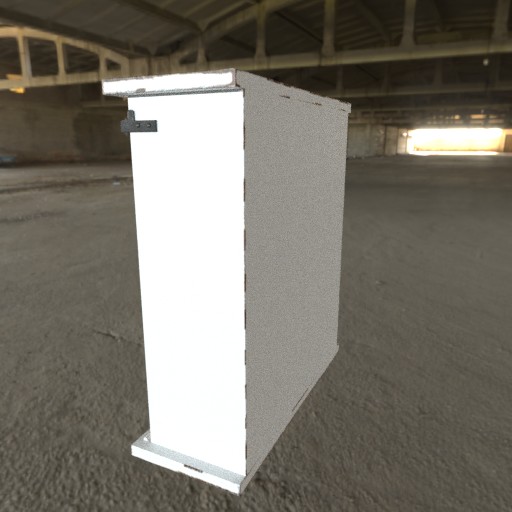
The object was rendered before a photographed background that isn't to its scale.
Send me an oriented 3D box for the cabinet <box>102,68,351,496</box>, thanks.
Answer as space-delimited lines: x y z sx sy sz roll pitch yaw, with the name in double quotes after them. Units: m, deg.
0.000 0.000 0.875 0.210 0.603 0.541 7 16 25 "cabinet"
